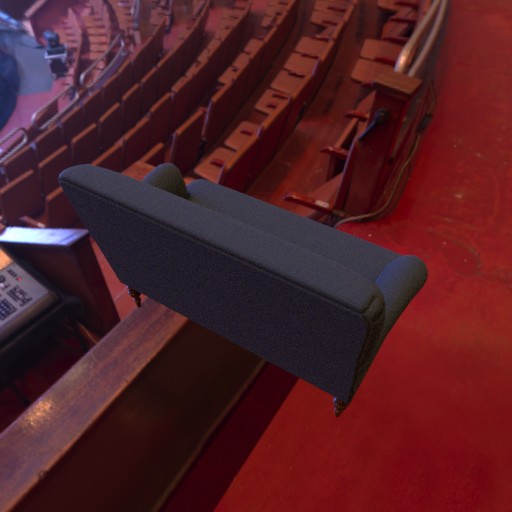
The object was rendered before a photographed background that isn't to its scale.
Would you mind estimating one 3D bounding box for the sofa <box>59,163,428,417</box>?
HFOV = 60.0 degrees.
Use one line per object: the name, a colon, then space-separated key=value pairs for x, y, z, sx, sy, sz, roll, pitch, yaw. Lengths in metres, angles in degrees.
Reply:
sofa: x=0.000 y=0.000 z=1.851 sx=1.297 sy=0.889 sz=0.779 roll=24 pitch=50 yaw=22
